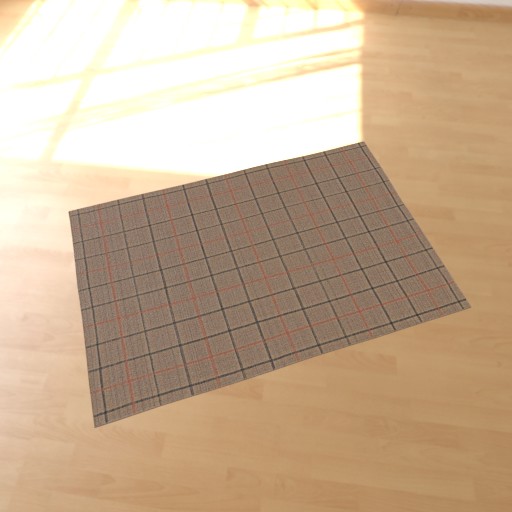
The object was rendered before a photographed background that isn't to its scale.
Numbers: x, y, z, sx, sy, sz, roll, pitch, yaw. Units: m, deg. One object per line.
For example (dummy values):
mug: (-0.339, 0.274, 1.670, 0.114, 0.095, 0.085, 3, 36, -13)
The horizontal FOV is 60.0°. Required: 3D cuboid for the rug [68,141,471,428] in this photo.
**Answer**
rug: (0.000, 0.000, 2.336, 1.829, 0.013, 1.220, -15, 59, -10)
